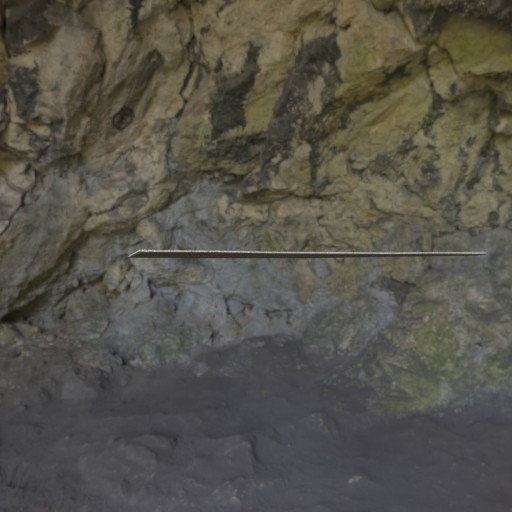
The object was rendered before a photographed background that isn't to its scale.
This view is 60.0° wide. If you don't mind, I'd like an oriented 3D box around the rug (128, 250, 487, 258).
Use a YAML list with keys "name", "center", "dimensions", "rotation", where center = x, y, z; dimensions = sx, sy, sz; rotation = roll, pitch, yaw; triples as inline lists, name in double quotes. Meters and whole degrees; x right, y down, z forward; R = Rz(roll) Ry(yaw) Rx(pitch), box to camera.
- name: "rug"
  center: [0.000, 0.000, 2.955]
  dimensions: [1.606, 0.017, 2.270]
  rotation: [0, -1, -17]
